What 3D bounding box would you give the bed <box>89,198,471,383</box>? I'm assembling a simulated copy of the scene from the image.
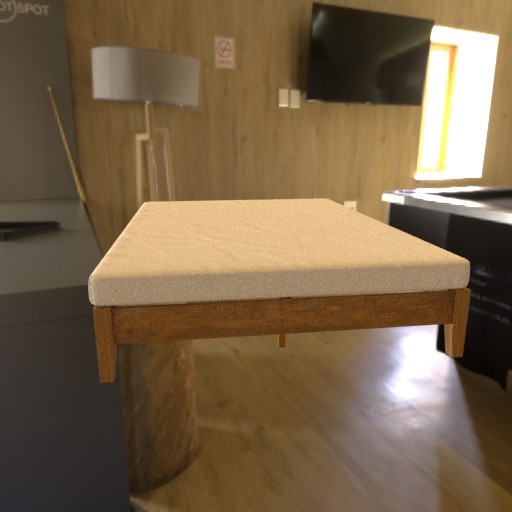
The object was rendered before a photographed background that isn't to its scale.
[{"bbox_3d":[0.000,0.000,2.722,1.536,0.431,2.016,-2,15,-8],"label":"bed"}]
